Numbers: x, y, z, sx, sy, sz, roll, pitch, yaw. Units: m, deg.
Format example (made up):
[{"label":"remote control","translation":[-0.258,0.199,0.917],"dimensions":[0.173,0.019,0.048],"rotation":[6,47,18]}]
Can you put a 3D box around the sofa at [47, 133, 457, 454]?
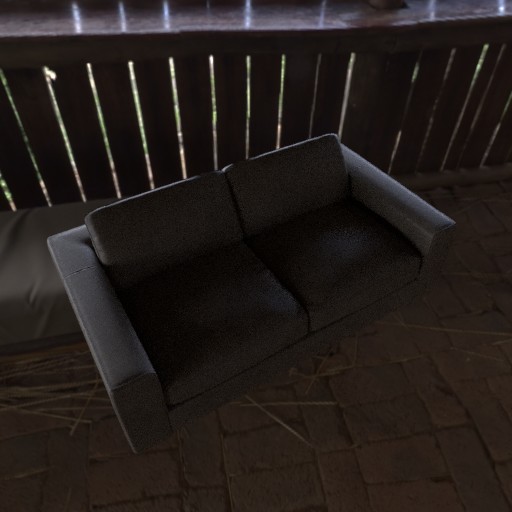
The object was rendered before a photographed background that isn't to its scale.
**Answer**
[{"label":"sofa","translation":[0.000,0.000,2.433],"dimensions":[1.920,0.800,1.070],"rotation":[-23,48,-22]}]
